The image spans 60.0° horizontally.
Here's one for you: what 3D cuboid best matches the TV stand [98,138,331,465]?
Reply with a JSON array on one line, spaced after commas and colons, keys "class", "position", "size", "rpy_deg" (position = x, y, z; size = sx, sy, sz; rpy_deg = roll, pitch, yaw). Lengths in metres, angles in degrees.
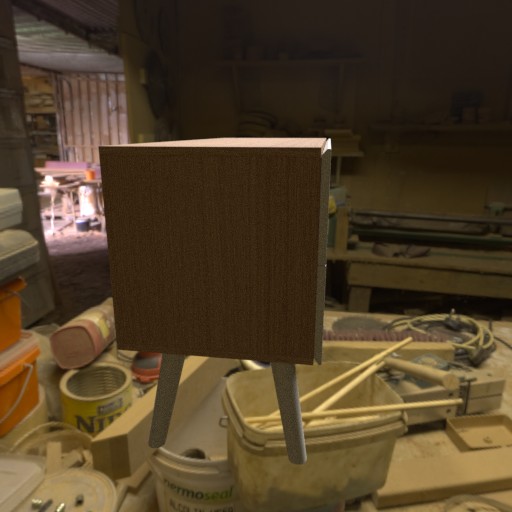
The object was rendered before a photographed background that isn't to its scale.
[{"class": "TV stand", "position": [0.000, 0.000, 1.312], "size": [0.407, 0.660, 0.991], "rpy_deg": [2, 16, 9]}]
